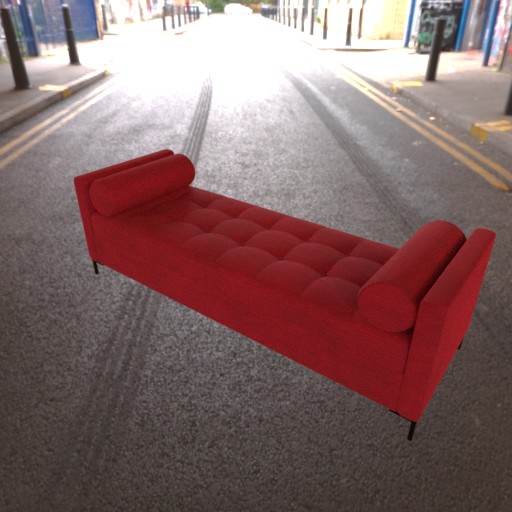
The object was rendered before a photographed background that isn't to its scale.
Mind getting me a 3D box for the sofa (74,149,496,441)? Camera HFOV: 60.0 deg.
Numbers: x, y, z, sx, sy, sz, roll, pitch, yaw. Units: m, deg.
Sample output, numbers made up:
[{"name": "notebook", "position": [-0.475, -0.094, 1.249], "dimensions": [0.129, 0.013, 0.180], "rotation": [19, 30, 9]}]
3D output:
[{"name": "sofa", "position": [0.000, 0.000, 2.255], "dimensions": [1.981, 0.635, 0.686], "rotation": [21, 36, 32]}]
